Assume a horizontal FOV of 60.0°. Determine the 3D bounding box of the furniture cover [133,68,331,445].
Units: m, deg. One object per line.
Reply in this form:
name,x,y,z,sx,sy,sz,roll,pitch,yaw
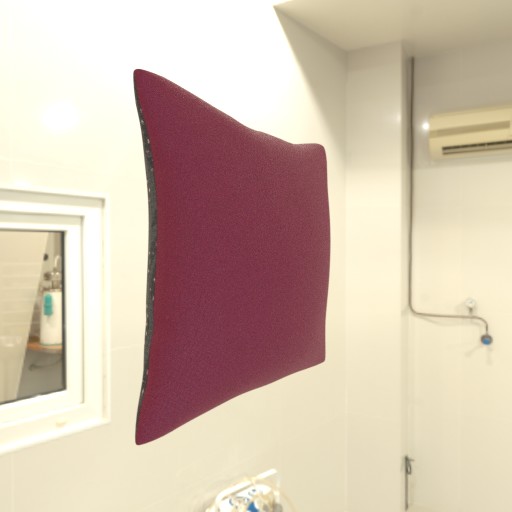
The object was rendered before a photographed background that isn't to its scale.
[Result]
furniture cover,0.000,0.000,0.815,0.193,0.509,0.552,0,1,35
